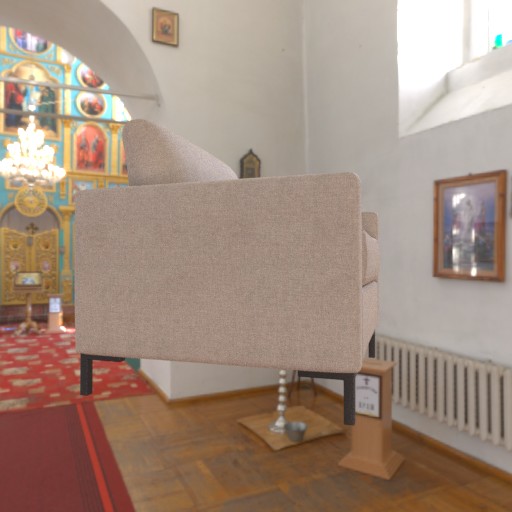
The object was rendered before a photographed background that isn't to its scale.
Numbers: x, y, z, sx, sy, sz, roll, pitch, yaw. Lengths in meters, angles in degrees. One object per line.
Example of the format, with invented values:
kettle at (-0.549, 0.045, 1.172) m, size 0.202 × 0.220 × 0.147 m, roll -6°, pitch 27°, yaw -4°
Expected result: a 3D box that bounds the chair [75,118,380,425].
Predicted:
chair at (0.000, 0.000, 1.644) m, size 0.866 × 0.861 × 0.963 m, roll 0°, pitch -1°, yaw 18°
